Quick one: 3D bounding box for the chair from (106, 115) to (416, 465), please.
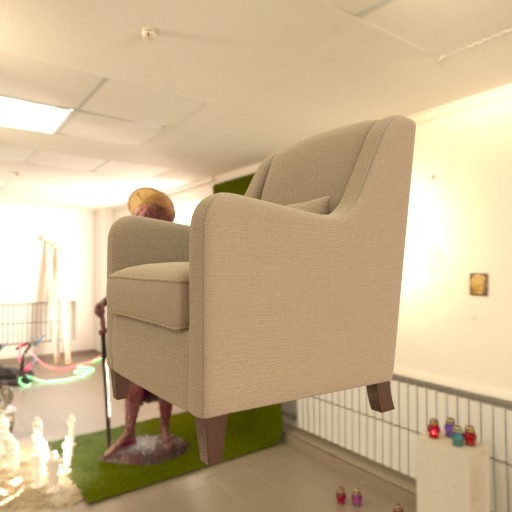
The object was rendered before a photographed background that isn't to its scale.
[{"bbox_3d":[0.000,0.000,1.562,0.896,1.017,0.715,1,-1,-36],"label":"chair"}]
